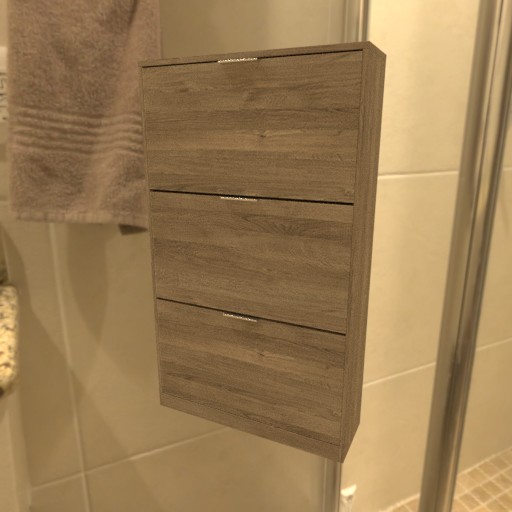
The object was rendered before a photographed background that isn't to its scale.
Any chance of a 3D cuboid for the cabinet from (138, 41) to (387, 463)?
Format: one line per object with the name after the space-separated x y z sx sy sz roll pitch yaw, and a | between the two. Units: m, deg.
0.000 0.000 1.550 0.750 1.280 0.250 7 17 25 | cabinet
